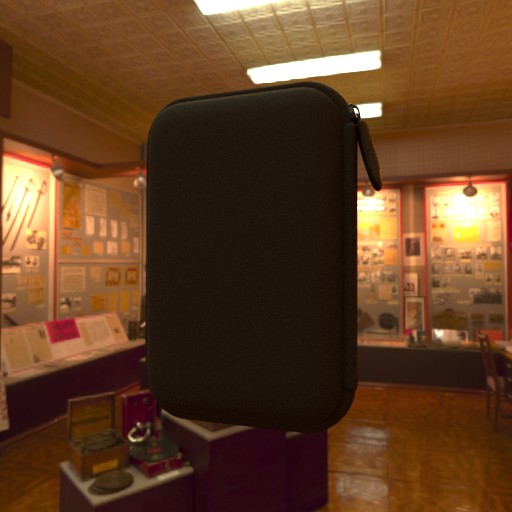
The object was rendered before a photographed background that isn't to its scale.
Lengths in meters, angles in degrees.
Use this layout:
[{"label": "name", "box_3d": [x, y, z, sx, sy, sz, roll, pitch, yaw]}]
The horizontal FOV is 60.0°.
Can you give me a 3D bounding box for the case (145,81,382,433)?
[{"label": "case", "box_3d": [0.000, 0.000, 0.194, 0.107, 0.147, 0.030, -1, -2, 18]}]
